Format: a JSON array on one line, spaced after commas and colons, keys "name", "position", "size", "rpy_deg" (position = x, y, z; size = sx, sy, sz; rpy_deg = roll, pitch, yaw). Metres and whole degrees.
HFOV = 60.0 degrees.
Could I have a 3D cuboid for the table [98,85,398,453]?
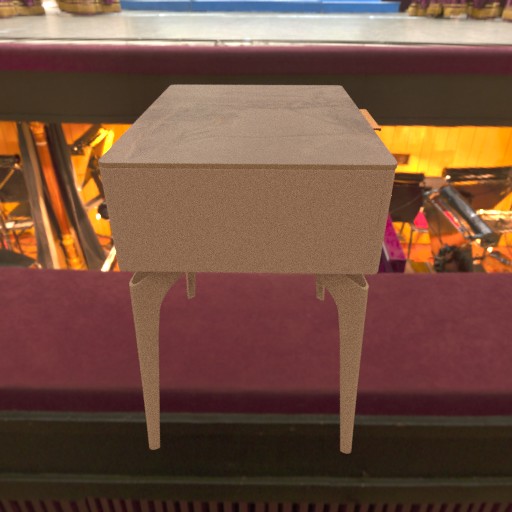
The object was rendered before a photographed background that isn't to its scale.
[{"name": "table", "position": [0.000, 0.000, 0.904], "size": [0.400, 0.570, 0.500], "rpy_deg": [1, 31, 1]}]
